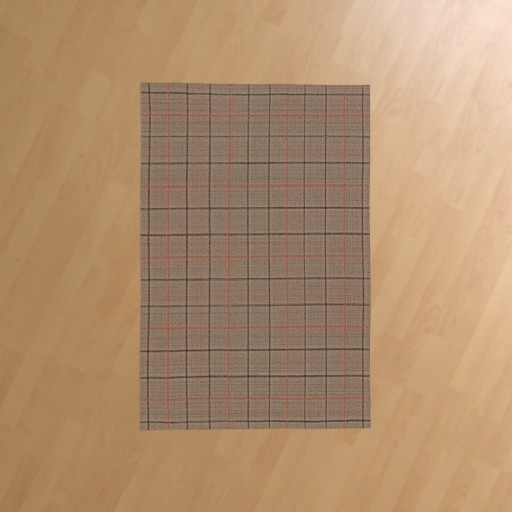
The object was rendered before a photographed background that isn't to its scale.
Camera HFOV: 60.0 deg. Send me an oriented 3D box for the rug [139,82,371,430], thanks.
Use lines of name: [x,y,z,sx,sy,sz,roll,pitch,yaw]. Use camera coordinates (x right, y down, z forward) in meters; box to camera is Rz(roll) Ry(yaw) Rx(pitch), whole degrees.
rug: [0.000,0.000,2.345,1.220,0.013,1.829,0,90,-1]
